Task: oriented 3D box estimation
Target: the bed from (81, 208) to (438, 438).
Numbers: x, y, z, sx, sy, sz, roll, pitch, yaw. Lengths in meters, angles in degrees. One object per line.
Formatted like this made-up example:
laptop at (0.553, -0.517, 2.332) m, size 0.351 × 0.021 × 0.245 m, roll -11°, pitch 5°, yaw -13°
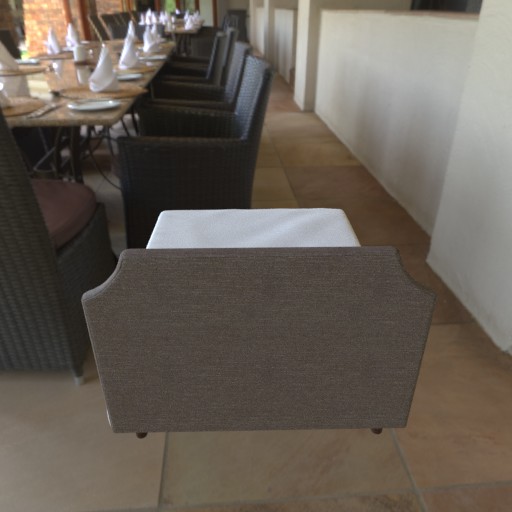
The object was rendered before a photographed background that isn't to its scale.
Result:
bed at (0.000, 0.000, 4.152) m, size 2.350 × 1.590 × 2.773 m, roll -1°, pitch 29°, yaw -1°
